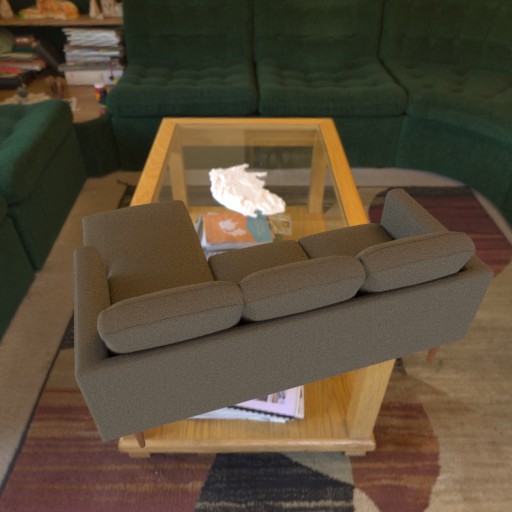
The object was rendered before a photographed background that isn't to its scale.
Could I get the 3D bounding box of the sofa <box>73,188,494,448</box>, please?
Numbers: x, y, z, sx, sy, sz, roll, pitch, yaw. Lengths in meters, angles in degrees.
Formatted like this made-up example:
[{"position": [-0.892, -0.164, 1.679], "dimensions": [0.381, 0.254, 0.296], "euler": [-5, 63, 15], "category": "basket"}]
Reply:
[{"position": [0.000, 0.000, 2.724], "dimensions": [2.031, 0.897, 1.591], "euler": [-12, 41, -14], "category": "sofa"}]
